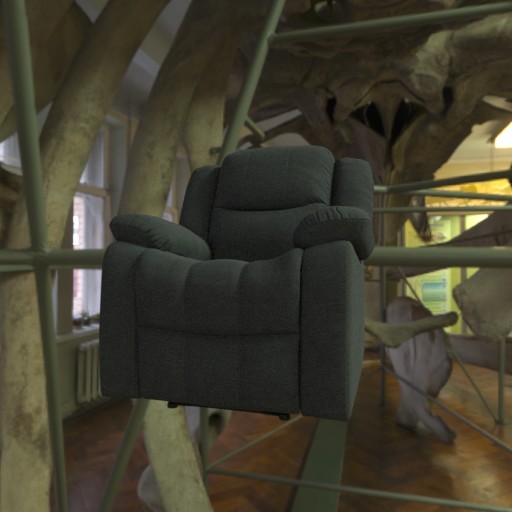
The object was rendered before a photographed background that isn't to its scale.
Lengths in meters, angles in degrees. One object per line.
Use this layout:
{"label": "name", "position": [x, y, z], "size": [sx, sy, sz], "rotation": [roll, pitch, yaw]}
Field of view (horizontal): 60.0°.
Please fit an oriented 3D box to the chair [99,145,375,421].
{"label": "chair", "position": [0.000, 0.000, 1.739], "size": [0.899, 1.008, 0.944], "rotation": [0, 0, 17]}
